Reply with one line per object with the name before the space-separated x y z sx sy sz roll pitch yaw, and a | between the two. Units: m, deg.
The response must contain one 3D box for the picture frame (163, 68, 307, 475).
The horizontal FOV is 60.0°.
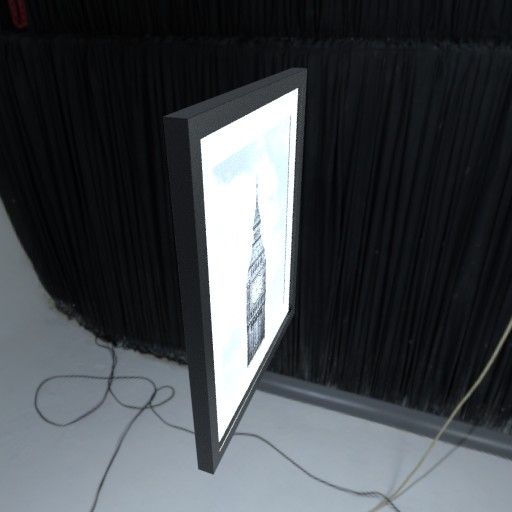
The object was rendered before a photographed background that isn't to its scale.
picture frame | 0.000 0.000 0.767 0.028 0.556 0.460 10 31 18
